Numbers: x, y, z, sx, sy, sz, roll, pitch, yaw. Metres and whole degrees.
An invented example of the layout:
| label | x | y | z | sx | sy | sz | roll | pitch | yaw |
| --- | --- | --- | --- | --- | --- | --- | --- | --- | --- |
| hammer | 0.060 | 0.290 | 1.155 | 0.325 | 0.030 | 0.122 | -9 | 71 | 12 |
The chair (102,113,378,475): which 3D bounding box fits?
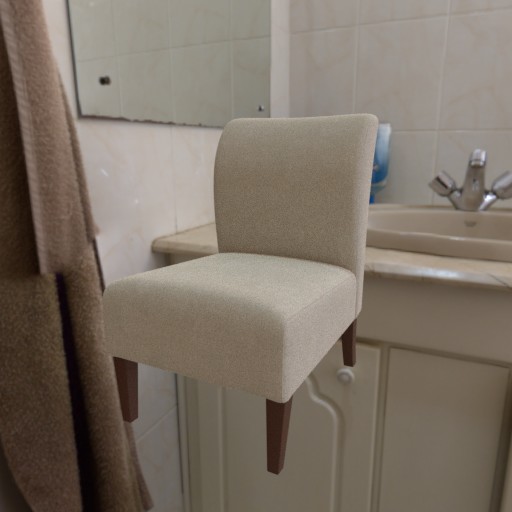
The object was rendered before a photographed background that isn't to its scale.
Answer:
| label | x | y | z | sx | sy | sz | roll | pitch | yaw |
| --- | --- | --- | --- | --- | --- | --- | --- | --- | --- |
| chair | 0.000 | 0.000 | 1.310 | 0.521 | 0.833 | 0.754 | 7 | 15 | 27 |
